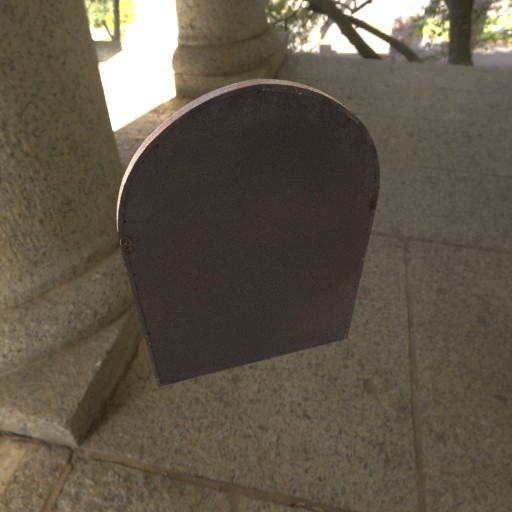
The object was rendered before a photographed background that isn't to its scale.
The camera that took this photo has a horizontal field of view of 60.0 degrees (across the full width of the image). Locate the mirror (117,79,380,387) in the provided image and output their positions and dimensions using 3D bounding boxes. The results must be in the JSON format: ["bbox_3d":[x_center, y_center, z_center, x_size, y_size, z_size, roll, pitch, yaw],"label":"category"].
[{"bbox_3d":[0.000,0.000,1.183,0.660,0.920,0.032,-11,43,-13],"label":"mirror"}]
